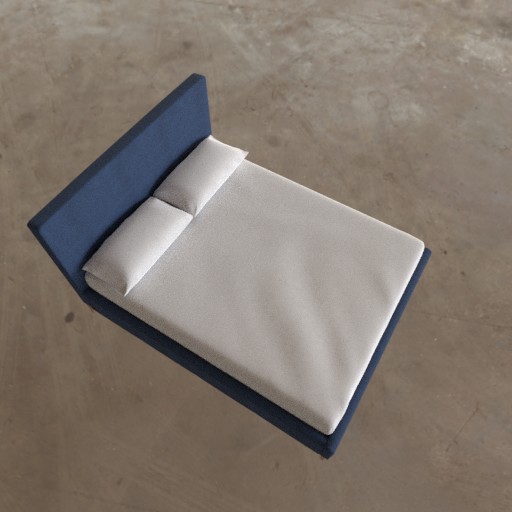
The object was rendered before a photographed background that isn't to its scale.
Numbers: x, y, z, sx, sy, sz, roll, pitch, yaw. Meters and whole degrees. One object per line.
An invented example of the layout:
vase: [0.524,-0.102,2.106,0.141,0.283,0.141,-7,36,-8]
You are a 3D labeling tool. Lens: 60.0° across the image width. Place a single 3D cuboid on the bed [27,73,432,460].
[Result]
bed: [0.000,0.000,3.205,2.172,1.231,1.723,28,62,16]
